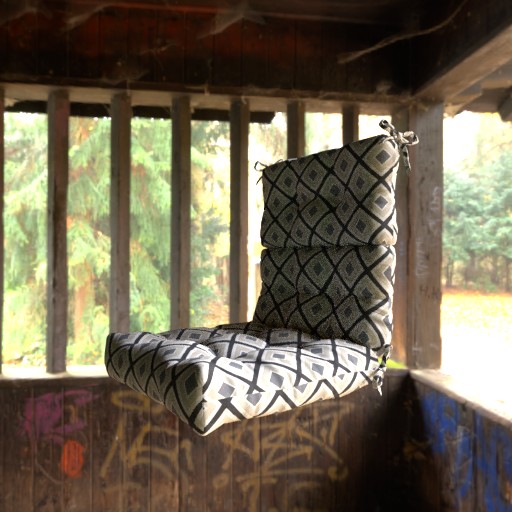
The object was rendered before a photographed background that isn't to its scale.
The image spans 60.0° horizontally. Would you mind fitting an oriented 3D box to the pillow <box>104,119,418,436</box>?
[{"bbox_3d":[0.000,0.000,1.027,0.571,0.605,0.519,0,0,-36],"label":"pillow"}]
